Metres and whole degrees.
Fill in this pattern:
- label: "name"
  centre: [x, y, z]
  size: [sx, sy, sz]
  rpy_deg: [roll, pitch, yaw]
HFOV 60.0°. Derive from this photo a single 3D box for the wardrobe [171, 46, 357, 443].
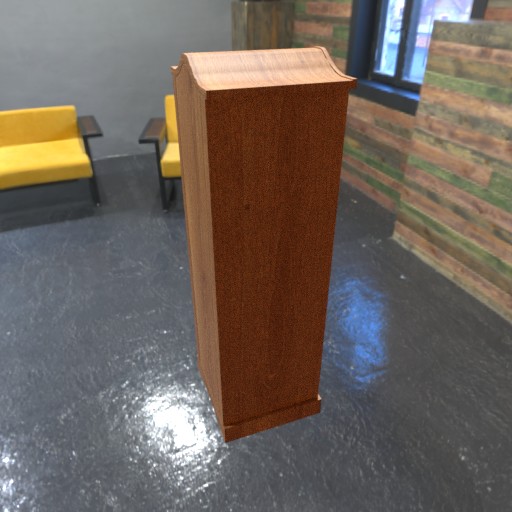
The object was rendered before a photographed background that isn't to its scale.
- label: "wardrobe"
  centre: [0.000, 0.000, 2.204]
  size: [0.570, 1.870, 0.590]
  rpy_deg: [-11, 32, -18]
